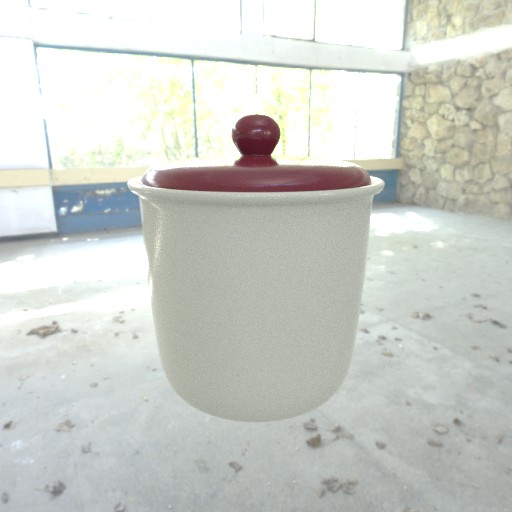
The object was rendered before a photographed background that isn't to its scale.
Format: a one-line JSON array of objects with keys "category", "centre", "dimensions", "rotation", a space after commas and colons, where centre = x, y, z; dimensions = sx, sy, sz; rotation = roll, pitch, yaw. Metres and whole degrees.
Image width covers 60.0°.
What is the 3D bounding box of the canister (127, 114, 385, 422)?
[{"category": "canister", "centre": [0.000, 0.000, 0.340], "dimensions": [0.182, 0.208, 0.182], "rotation": [0, 15, 0]}]
